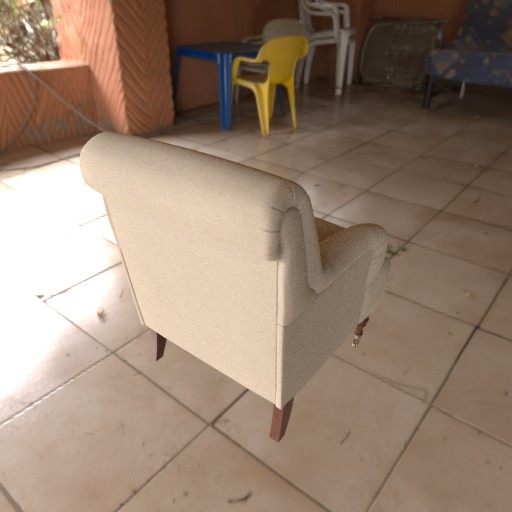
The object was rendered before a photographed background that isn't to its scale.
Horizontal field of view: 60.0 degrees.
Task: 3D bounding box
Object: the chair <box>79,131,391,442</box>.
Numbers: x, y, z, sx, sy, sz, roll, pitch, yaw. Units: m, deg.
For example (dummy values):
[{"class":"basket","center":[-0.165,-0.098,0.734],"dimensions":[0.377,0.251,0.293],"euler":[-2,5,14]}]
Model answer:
[{"class":"chair","center":[0.000,0.000,1.612],"dimensions":[0.766,0.942,0.842],"euler":[22,37,32]}]
